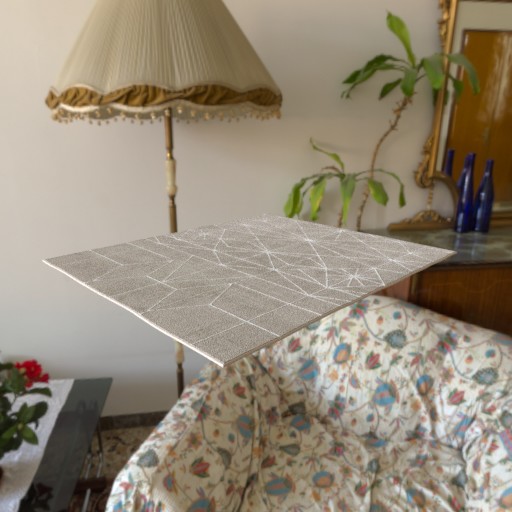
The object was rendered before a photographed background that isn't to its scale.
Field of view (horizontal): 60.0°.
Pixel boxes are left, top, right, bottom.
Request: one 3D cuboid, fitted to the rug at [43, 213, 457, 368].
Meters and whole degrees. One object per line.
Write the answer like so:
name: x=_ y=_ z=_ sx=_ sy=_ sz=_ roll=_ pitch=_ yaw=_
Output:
rug: x=0.000 y=0.000 z=0.895 sx=0.639 sy=0.006 sz=0.548 roll=-16 pitch=23 yaw=-42
